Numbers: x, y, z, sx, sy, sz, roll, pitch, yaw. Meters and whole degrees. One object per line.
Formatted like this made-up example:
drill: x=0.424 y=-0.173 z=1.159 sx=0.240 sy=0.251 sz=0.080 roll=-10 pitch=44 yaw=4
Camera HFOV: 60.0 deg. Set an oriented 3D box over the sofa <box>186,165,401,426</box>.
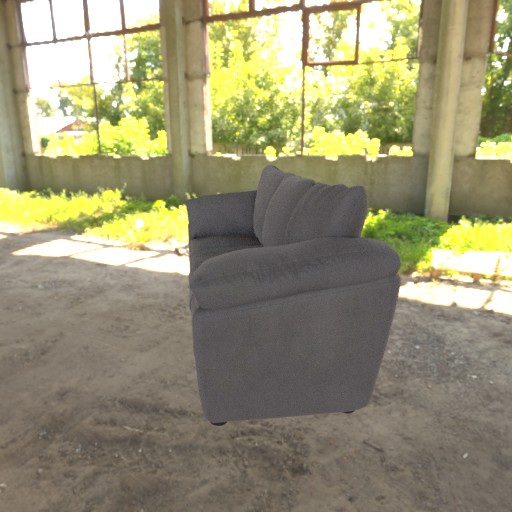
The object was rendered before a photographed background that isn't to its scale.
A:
sofa: x=0.000 y=0.000 z=2.874 sx=0.878 sy=1.073 sz=2.336 roll=-2 pitch=14 yaw=-9
